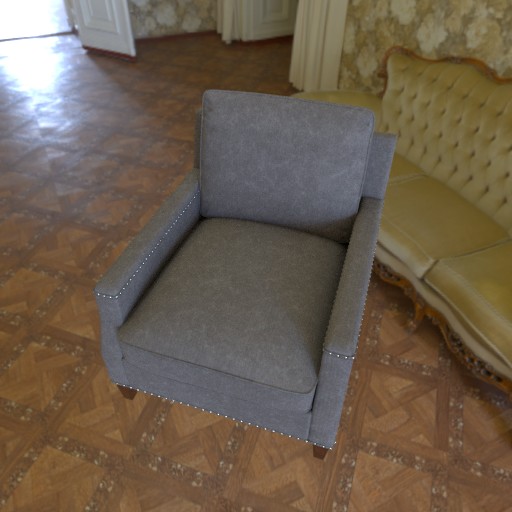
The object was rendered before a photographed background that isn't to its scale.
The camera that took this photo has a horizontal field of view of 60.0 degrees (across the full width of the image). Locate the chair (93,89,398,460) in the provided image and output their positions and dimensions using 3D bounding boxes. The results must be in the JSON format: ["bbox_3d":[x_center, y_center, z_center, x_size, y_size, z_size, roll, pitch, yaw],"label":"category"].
[{"bbox_3d":[0.000,0.000,1.682,0.853,0.948,1.014,12,42,13],"label":"chair"}]
